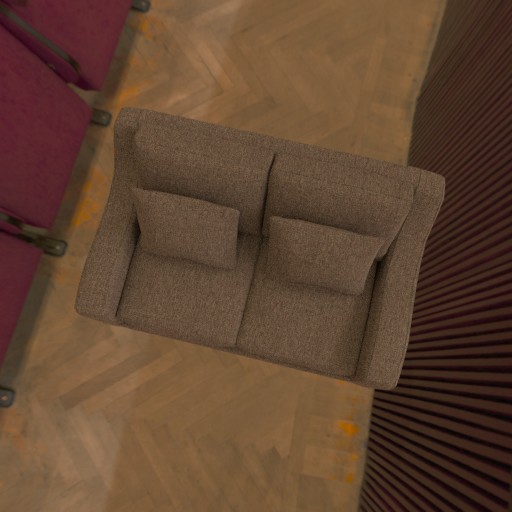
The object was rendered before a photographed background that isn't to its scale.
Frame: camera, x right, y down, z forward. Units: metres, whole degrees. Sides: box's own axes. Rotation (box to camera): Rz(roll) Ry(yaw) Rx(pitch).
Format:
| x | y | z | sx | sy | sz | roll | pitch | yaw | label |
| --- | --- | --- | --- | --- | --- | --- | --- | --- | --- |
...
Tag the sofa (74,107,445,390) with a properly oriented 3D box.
| x | y | z | sx | sy | sz | roll | pitch | yaw | label |
| --- | --- | --- | --- | --- | --- | --- | --- | --- | --- |
| 0.000 | 0.000 | 2.515 | 1.778 | 0.991 | 1.120 | 13 | 76 | 3 | sofa |
